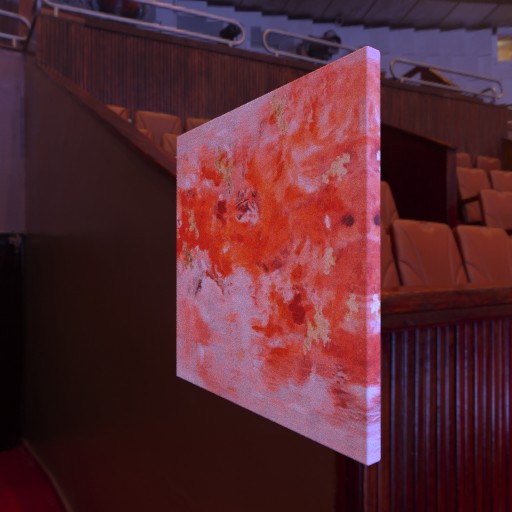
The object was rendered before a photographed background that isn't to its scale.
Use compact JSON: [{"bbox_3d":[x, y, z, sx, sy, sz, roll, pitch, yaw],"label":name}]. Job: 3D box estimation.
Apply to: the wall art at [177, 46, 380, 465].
[{"bbox_3d":[0.000,0.000,1.102,0.064,0.746,0.747,0,0,-37],"label":"wall art"}]
